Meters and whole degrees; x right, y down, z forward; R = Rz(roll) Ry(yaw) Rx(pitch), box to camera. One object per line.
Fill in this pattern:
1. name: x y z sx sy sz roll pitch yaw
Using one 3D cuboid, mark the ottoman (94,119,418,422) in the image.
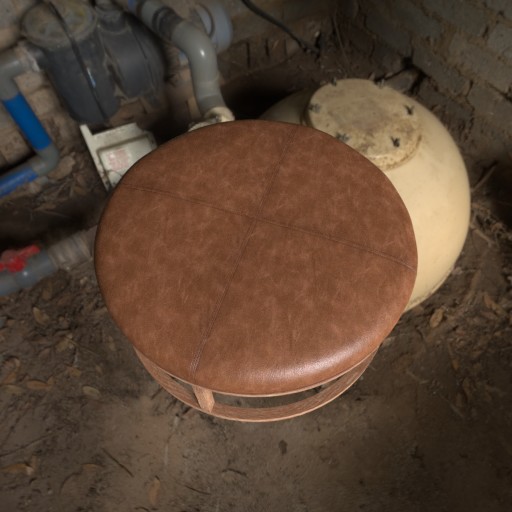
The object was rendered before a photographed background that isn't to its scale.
1. ottoman: 0.000 0.000 1.520 1.006 0.445 1.006 0 58 0
